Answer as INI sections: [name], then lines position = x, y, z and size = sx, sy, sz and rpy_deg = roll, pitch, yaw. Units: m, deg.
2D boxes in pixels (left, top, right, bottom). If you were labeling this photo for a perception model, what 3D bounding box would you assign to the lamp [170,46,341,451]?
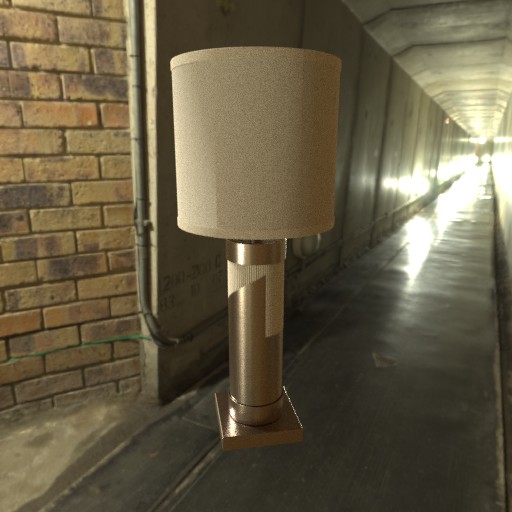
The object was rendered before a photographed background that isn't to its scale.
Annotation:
[lamp]
position = 0.000, 0.000, 0.593
size = 0.202, 0.509, 0.202
rpy_deg = -3, 15, -10
